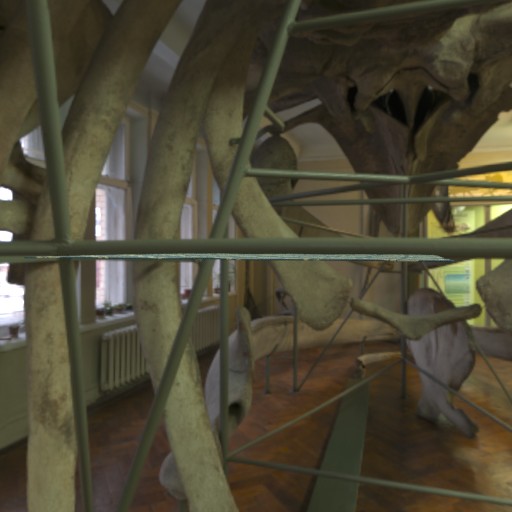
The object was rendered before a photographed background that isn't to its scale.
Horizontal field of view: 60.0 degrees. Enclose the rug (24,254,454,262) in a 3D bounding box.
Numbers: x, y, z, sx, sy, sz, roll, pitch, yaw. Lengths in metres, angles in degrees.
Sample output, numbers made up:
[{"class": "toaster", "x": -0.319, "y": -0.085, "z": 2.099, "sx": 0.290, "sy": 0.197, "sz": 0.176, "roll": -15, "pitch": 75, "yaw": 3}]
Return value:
[{"class": "rug", "x": 0.000, "y": 0.000, "z": 2.741, "sx": 2.135, "sy": 0.013, "sz": 1.524, "roll": 0, "pitch": 1, "yaw": 19}]
